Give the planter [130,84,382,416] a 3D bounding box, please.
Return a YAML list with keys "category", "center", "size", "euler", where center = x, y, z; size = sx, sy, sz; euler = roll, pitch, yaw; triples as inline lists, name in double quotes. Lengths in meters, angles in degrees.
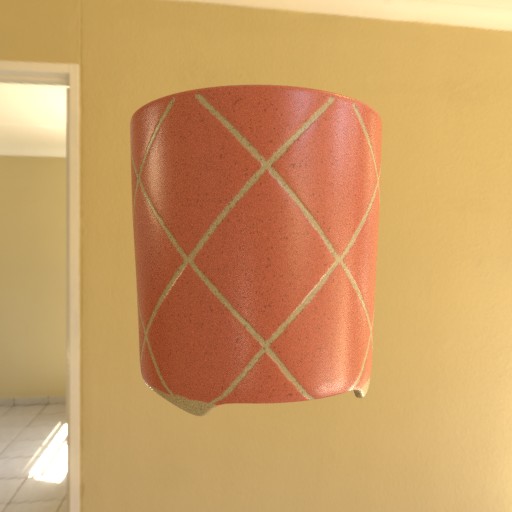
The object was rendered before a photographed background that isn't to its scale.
- category: "planter"
  center: [0.000, 0.000, 0.415]
  size: [0.227, 0.235, 0.227]
  euler: [0, 0, 0]
